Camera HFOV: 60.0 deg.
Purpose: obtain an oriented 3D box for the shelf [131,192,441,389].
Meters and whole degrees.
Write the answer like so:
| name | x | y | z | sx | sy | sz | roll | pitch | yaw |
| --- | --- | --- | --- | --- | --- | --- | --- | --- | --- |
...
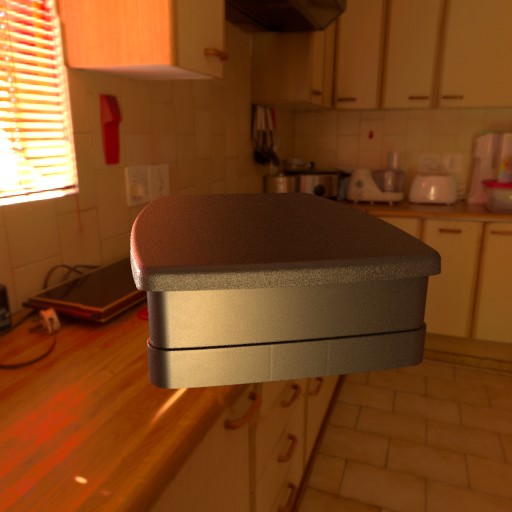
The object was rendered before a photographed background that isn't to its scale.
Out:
| name | x | y | z | sx | sy | sz | roll | pitch | yaw |
| --- | --- | --- | --- | --- | --- | --- | --- | --- | --- |
| shelf | 0.000 | 0.000 | 0.533 | 0.280 | 0.100 | 0.410 | -3 | 16 | -10 |
